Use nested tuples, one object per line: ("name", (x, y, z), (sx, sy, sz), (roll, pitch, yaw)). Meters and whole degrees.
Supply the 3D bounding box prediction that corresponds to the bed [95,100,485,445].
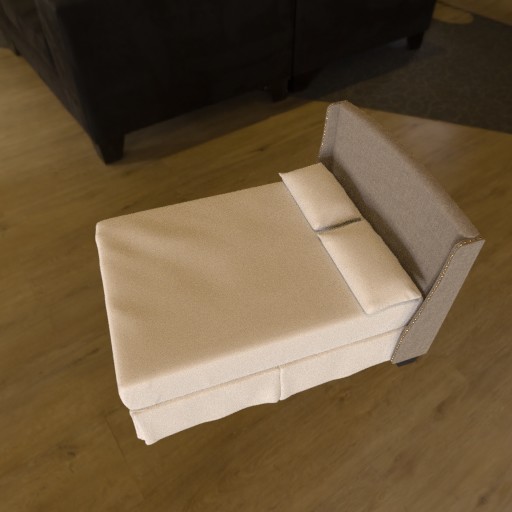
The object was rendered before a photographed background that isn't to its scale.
("bed", (0.000, 0.000, 3.271), (2.237, 1.407, 1.710), (-14, 48, -13))
